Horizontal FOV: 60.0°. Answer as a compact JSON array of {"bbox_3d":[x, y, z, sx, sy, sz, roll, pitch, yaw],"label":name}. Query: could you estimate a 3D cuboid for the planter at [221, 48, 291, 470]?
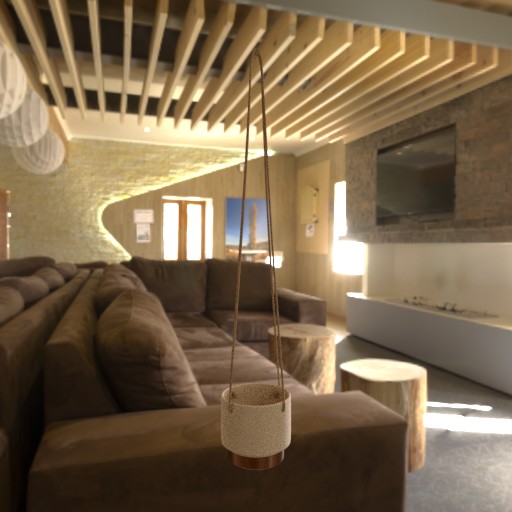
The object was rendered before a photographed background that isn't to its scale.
[{"bbox_3d":[0.000,0.000,0.919,0.146,0.841,0.146,0,2,-2],"label":"planter"}]
